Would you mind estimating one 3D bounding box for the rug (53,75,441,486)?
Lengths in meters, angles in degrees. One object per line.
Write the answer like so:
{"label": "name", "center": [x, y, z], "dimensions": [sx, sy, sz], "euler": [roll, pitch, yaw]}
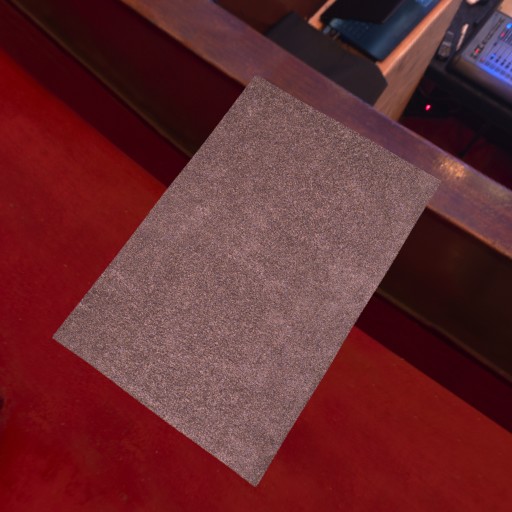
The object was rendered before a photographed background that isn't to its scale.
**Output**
{"label": "rug", "center": [0.000, 0.000, 3.423], "dimensions": [1.802, 0.026, 2.699], "euler": [33, 77, 8]}
